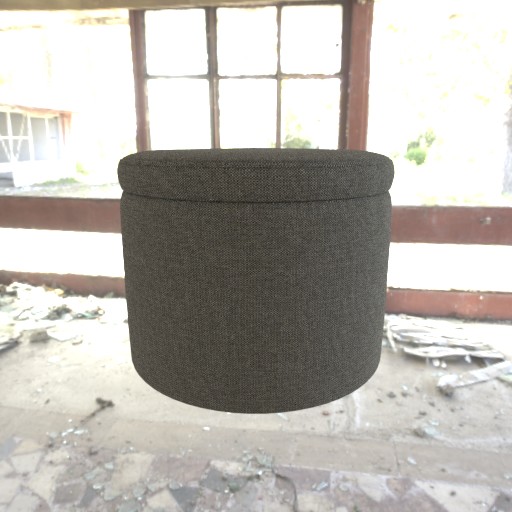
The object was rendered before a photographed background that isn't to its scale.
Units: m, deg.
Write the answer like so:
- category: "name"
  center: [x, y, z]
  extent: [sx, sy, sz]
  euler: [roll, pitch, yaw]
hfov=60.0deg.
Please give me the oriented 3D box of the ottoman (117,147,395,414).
- category: "ottoman"
  center: [0.000, 0.000, 0.905]
  extent: [0.520, 0.430, 0.520]
  euler: [0, 14, 0]
